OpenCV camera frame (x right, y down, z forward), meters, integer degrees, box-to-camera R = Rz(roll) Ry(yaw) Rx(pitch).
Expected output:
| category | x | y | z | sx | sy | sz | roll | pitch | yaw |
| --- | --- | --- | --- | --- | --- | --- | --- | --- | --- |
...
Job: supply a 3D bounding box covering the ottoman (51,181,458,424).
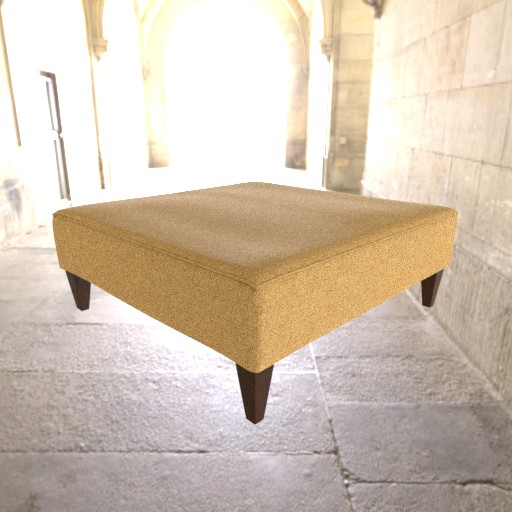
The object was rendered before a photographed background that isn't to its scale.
| category | x | y | z | sx | sy | sz | roll | pitch | yaw |
| --- | --- | --- | --- | --- | --- | --- | --- | --- | --- |
| ottoman | 0.000 | 0.000 | 1.517 | 0.970 | 0.378 | 0.981 | 16 | 24 | 42 |
